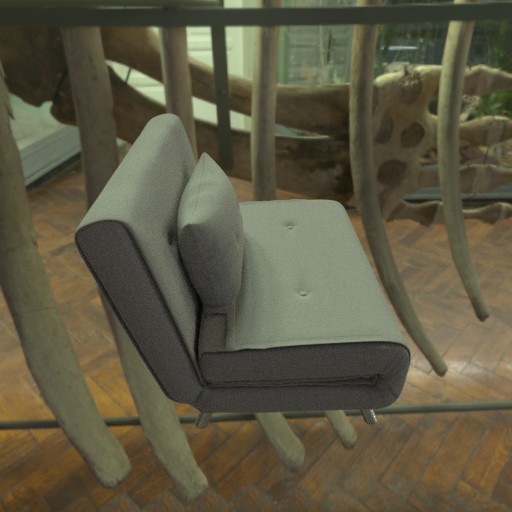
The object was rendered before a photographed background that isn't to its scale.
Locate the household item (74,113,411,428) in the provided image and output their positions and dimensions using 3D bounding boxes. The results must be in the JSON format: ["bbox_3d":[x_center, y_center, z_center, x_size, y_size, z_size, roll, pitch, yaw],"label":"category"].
[{"bbox_3d":[0.000,0.000,1.626,0.874,0.800,1.000,-1,32,-1],"label":"household item"}]
